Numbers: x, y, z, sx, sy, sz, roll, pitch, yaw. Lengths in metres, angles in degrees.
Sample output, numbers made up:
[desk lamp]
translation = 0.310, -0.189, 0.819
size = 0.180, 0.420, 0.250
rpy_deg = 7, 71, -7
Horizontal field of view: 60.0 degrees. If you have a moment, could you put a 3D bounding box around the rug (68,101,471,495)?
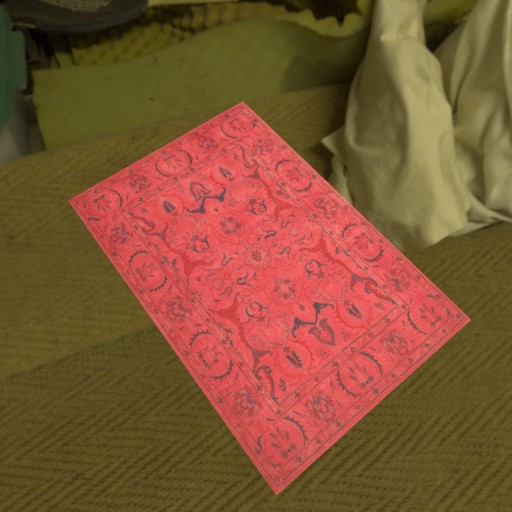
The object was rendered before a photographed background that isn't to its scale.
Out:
[rug]
translation = 0.000, 0.000, 2.287
size = 1.209, 0.008, 1.814
rpy_deg = -35, 68, -16
